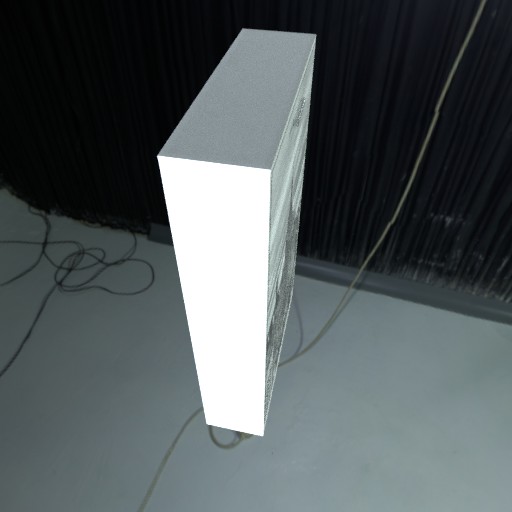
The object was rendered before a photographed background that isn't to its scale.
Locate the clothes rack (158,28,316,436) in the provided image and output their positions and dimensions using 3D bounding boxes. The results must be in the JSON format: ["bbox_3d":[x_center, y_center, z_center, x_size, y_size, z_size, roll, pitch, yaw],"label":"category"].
[{"bbox_3d":[0.000,0.000,1.602,0.250,1.280,0.750,9,46,9],"label":"clothes rack"}]
